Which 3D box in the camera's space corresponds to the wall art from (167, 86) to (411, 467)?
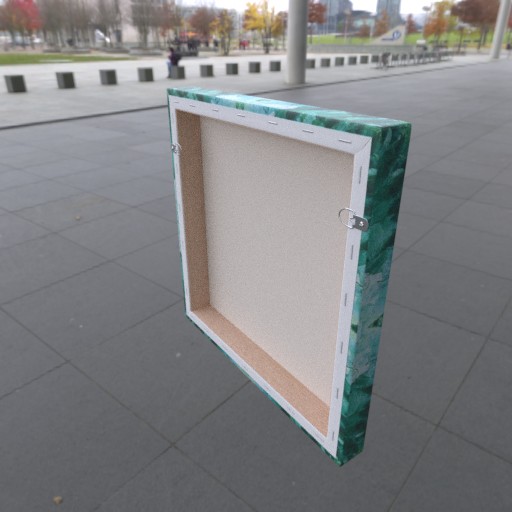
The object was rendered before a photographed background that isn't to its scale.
[{"bbox_3d":[0.000,0.000,0.470,0.033,0.313,0.313,-18,31,-32],"label":"wall art"}]
